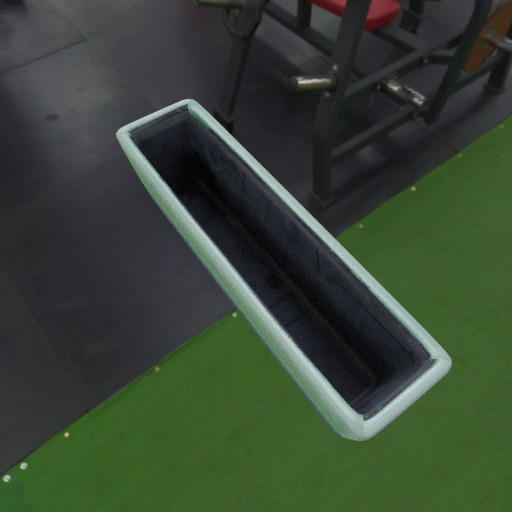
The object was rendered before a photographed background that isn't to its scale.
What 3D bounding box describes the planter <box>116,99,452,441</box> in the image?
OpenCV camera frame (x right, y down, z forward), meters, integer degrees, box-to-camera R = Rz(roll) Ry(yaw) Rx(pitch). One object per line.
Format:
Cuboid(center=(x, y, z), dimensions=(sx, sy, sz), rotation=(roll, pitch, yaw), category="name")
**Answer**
Cuboid(center=(0.000, 0.000, 0.316), dimensions=(0.072, 0.072, 0.275), rotation=(-31, 63, -18), category="planter")
